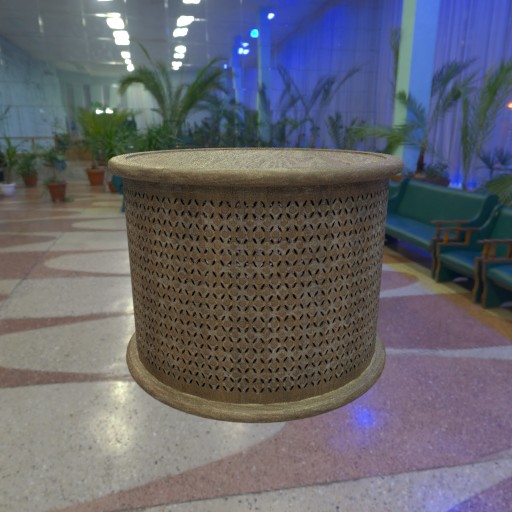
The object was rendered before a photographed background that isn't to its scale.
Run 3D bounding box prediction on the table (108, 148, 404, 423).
[{"bbox_3d":[0.000,0.000,1.014,0.607,0.450,0.607,0,17,0],"label":"table"}]
